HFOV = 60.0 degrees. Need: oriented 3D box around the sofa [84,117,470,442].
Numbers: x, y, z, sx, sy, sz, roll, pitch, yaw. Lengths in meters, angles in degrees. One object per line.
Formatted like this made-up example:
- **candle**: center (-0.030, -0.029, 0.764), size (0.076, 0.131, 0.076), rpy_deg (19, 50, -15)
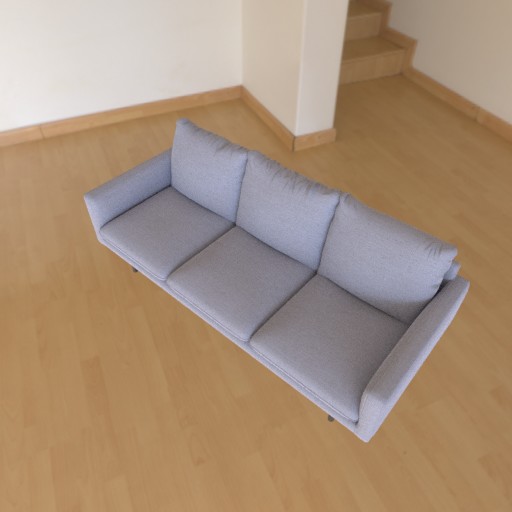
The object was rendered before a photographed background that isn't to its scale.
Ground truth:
- **sofa**: center (0.000, 0.000, 2.460), size (2.000, 0.830, 0.850), rpy_deg (31, 53, 27)
